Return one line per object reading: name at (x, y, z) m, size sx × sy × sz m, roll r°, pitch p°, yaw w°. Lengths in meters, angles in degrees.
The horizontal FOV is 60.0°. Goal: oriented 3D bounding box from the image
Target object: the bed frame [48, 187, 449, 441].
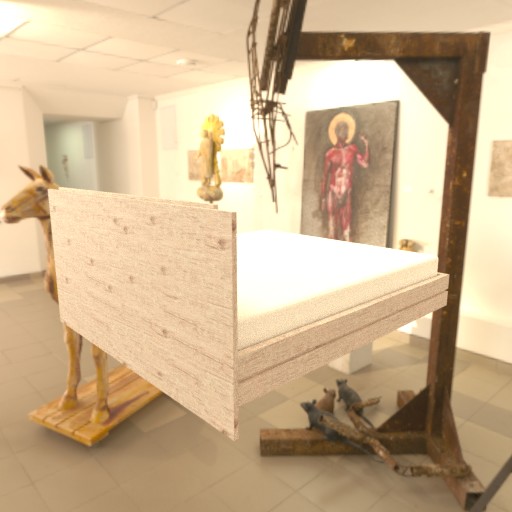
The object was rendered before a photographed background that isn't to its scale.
bed frame at (0.000, 0.000, 3.134) m, size 2.080 × 0.970 × 1.950 m, roll -11°, pitch 16°, yaw -42°
